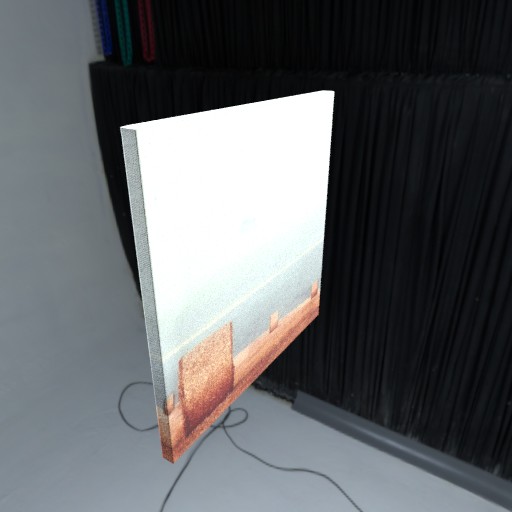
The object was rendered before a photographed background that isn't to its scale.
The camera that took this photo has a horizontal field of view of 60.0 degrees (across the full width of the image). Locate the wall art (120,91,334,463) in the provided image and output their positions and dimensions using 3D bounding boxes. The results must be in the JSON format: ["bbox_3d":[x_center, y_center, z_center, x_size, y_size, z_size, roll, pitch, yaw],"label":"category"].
[{"bbox_3d":[0.000,0.000,1.165,0.042,0.760,0.760,16,30,30],"label":"wall art"}]
